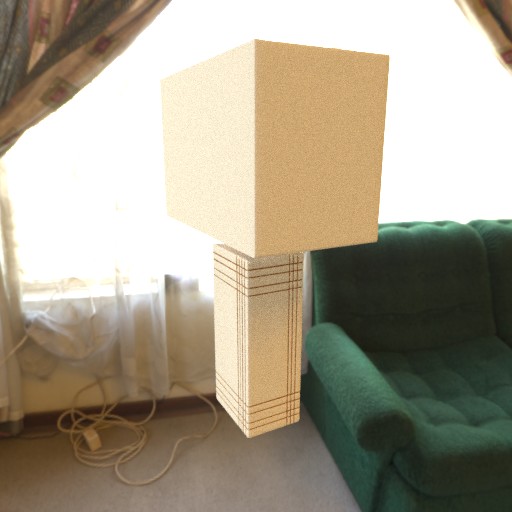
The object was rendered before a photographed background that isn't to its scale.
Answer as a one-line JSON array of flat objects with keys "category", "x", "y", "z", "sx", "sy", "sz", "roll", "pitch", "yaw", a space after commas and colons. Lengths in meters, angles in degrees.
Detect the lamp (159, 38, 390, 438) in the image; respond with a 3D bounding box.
[{"category": "lamp", "x": 0.000, "y": 0.000, "z": 0.688, "sx": 0.182, "sy": 0.543, "sz": 0.334, "roll": -8, "pitch": 16, "yaw": -27}]
